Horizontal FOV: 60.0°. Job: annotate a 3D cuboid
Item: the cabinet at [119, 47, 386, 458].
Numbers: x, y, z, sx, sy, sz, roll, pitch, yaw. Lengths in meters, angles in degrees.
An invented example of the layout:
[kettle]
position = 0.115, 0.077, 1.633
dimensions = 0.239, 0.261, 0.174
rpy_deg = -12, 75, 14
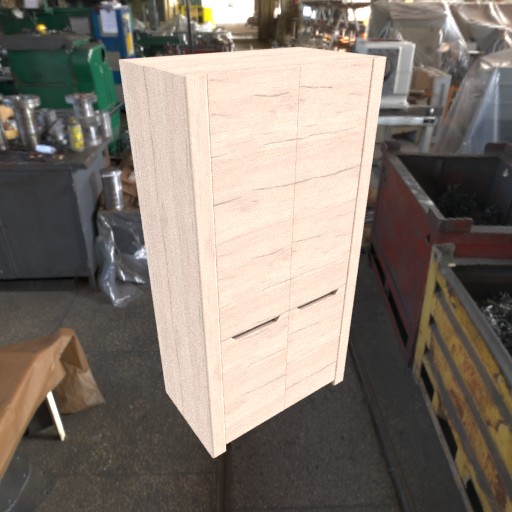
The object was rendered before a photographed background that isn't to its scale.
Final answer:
[cabinet]
position = 0.000, 0.000, 2.355
dimensions = 0.980, 1.930, 0.580
rpy_deg = -20, 35, -30
